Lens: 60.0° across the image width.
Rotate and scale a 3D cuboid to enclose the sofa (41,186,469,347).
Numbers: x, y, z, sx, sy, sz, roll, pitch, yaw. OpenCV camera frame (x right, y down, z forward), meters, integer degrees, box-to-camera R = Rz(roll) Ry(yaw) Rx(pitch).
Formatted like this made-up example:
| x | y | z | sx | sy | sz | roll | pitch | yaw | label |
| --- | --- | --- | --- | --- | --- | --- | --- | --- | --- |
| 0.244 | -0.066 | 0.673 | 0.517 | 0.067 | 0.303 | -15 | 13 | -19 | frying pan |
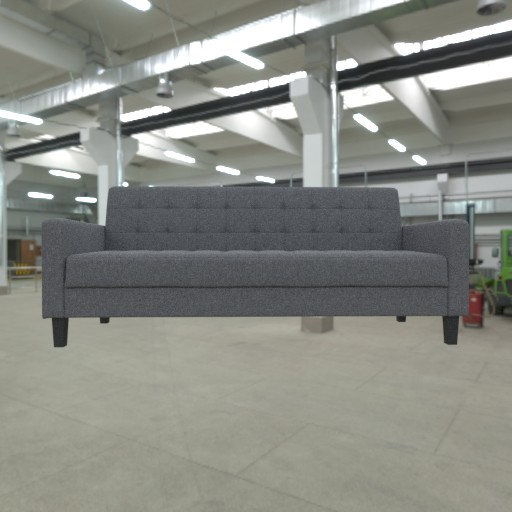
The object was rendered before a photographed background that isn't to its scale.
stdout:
| x | y | z | sx | sy | sz | roll | pitch | yaw | label |
| --- | --- | --- | --- | --- | --- | --- | --- | --- | --- |
| 0.000 | 0.000 | 2.467 | 2.040 | 0.850 | 0.810 | 0 | 1 | -2 | sofa |
